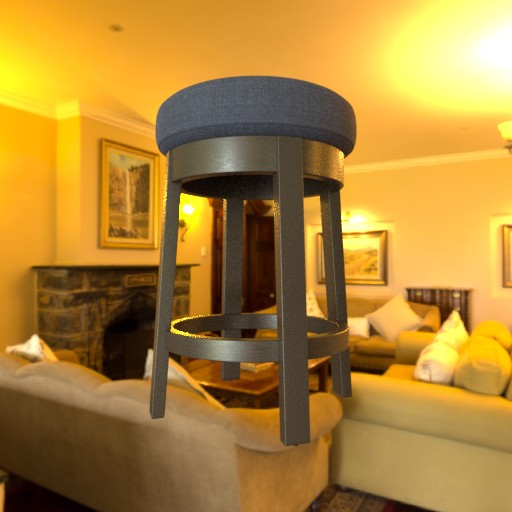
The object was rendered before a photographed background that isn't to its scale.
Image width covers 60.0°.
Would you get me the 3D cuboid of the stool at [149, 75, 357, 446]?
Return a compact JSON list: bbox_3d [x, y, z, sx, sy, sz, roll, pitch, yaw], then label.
[{"bbox_3d":[0.000,0.000,0.967,0.449,0.655,0.449,0,0,0],"label":"stool"}]
